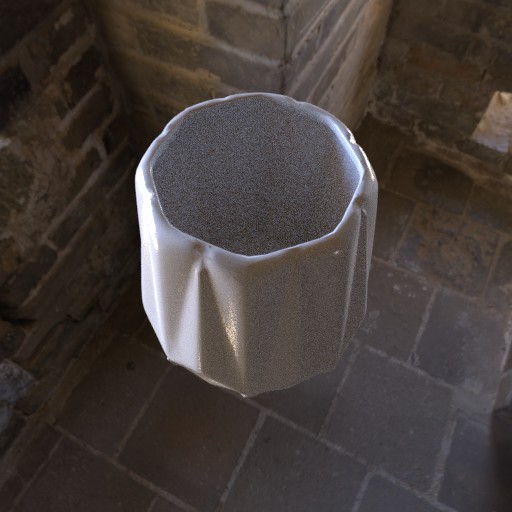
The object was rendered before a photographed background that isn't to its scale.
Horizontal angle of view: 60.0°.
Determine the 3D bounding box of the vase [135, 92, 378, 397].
[{"bbox_3d":[0.000,0.000,0.259,0.141,0.152,0.141,0,58,0],"label":"vase"}]
